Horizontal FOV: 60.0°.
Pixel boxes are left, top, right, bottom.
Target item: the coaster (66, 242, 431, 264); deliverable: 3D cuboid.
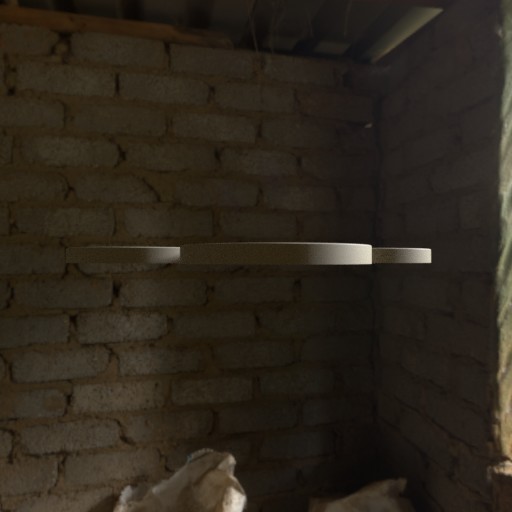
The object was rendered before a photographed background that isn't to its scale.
[{"bbox_3d":[0.000,0.000,0.335,0.220,0.010,0.224,0,-1,36],"label":"coaster"}]
